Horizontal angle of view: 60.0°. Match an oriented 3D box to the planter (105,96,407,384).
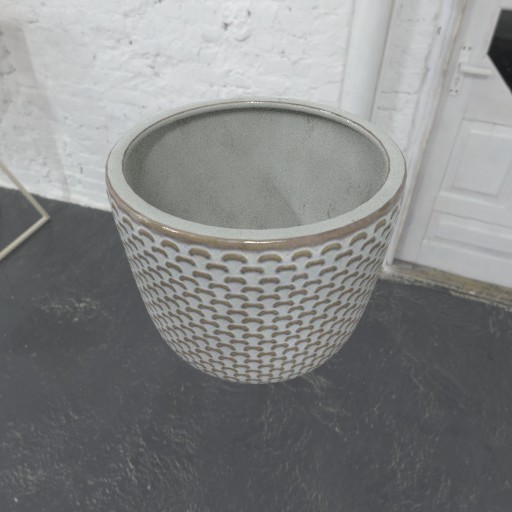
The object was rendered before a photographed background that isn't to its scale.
[{"bbox_3d":[0.000,0.000,0.248,0.139,0.130,0.139,0,40,0],"label":"planter"}]
